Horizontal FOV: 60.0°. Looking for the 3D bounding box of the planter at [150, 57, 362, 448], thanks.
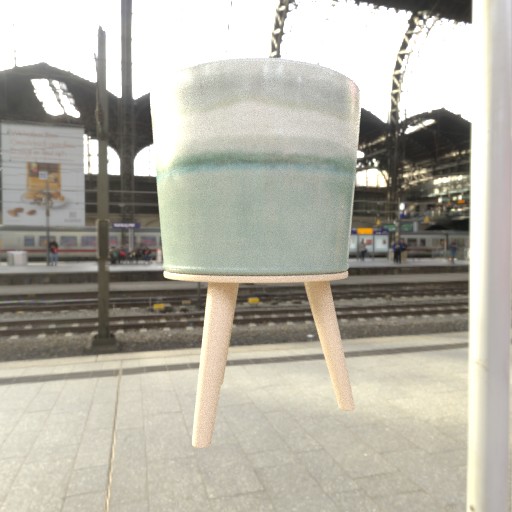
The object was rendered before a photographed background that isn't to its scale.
[{"bbox_3d":[0.000,0.000,0.575,0.265,0.404,0.265,0,1,-18],"label":"planter"}]
